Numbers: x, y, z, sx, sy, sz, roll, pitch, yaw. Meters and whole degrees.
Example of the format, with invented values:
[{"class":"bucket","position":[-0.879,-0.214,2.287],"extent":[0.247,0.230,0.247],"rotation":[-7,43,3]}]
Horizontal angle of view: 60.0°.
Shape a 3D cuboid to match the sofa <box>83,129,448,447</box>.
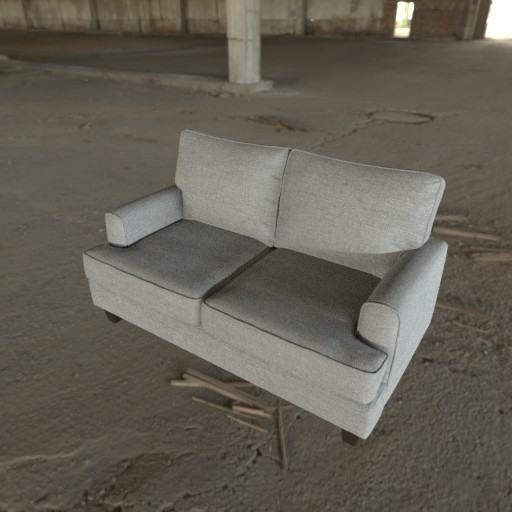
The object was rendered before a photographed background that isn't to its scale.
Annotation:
[{"class":"sofa","position":[0.000,0.000,2.253],"extent":[1.651,0.965,0.965],"rotation":[18,34,29]}]
